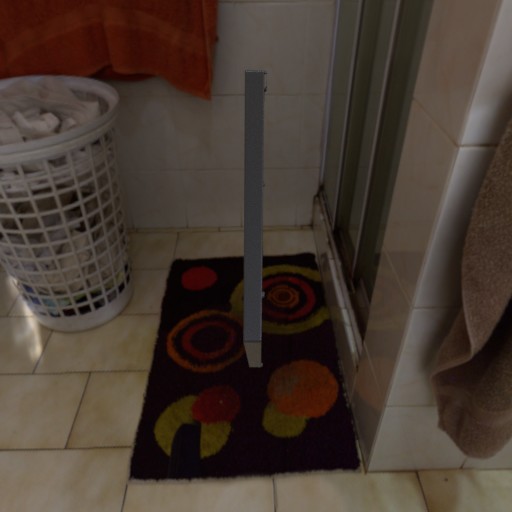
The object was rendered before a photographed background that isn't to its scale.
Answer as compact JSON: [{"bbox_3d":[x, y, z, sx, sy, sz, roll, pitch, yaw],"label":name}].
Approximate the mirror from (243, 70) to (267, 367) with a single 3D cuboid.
[{"bbox_3d":[0.000,0.000,0.845,0.032,0.679,0.419,1,39,1],"label":"mirror"}]
